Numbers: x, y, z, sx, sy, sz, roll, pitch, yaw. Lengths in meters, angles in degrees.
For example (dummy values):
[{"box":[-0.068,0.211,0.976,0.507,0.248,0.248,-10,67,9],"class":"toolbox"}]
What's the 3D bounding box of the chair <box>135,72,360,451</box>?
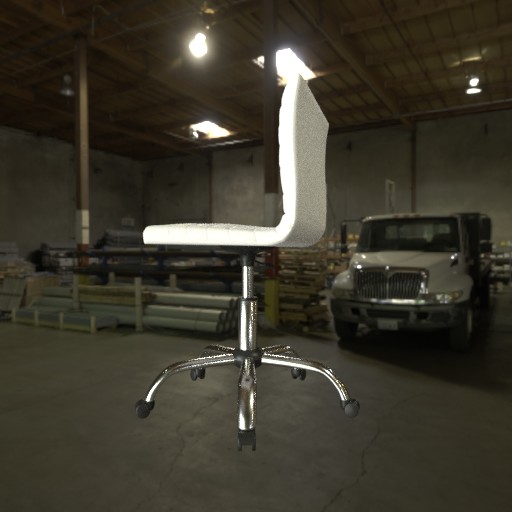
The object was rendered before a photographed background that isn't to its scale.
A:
[{"box":[0.000,0.000,1.155,0.530,0.780,0.556,0,1,18],"class":"chair"}]
